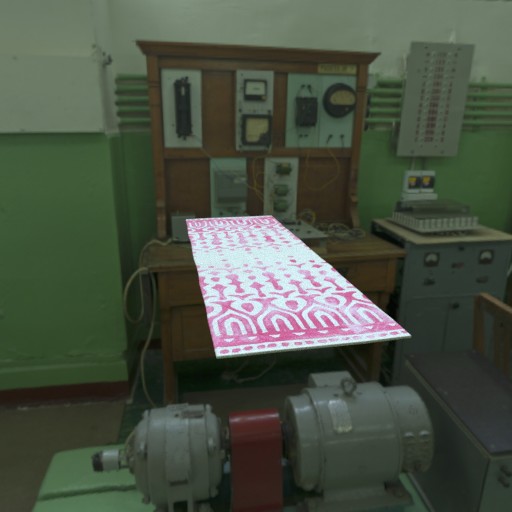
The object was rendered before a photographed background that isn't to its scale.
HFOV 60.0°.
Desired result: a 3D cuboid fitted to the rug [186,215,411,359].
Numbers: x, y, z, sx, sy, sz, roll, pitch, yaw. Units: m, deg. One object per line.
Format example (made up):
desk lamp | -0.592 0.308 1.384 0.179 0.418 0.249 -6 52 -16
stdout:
rug | 0.000 0.000 2.811 0.787 0.011 2.458 -3 17 -11
